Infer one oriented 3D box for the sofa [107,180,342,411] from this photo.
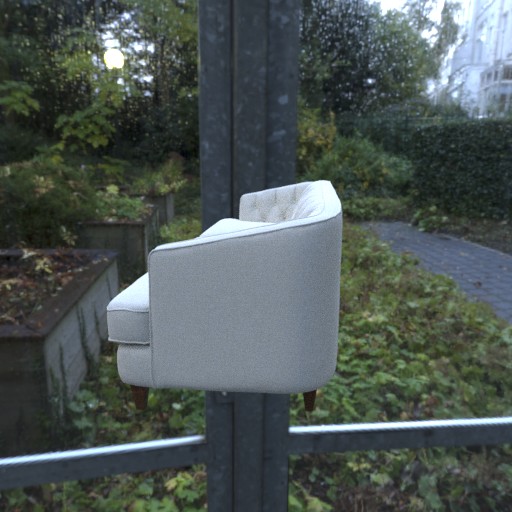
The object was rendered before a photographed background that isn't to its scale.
[{"bbox_3d":[0.000,0.000,2.757,0.941,0.855,2.278,2,13,7],"label":"sofa"}]
